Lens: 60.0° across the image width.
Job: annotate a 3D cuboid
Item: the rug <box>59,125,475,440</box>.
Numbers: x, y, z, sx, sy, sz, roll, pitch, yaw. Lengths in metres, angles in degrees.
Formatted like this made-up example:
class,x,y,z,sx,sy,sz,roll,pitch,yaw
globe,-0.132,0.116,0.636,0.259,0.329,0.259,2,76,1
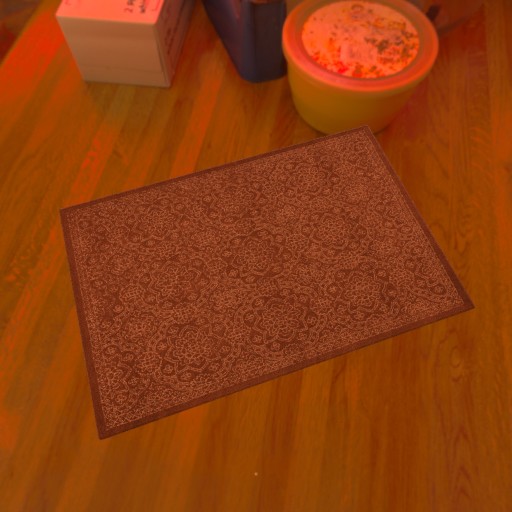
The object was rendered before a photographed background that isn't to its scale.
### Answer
class,x,y,z,sx,sy,sz,roll,pitch,yaw
rug,0.000,0.000,2.266,1.829,0.010,1.219,-17,65,-8
